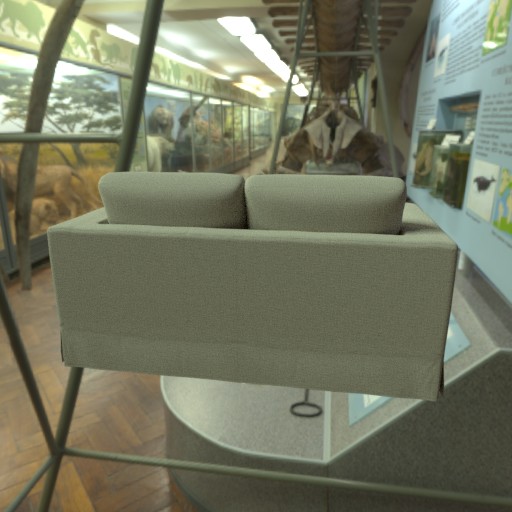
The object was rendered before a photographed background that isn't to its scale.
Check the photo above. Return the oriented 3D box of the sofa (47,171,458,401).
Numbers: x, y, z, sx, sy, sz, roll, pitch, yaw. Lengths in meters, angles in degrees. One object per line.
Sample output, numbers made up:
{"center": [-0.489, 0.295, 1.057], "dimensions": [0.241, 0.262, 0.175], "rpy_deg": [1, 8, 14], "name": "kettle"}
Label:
{"center": [0.000, 0.000, 2.397], "dimensions": [1.813, 0.932, 1.009], "rpy_deg": [3, 17, 9], "name": "sofa"}
